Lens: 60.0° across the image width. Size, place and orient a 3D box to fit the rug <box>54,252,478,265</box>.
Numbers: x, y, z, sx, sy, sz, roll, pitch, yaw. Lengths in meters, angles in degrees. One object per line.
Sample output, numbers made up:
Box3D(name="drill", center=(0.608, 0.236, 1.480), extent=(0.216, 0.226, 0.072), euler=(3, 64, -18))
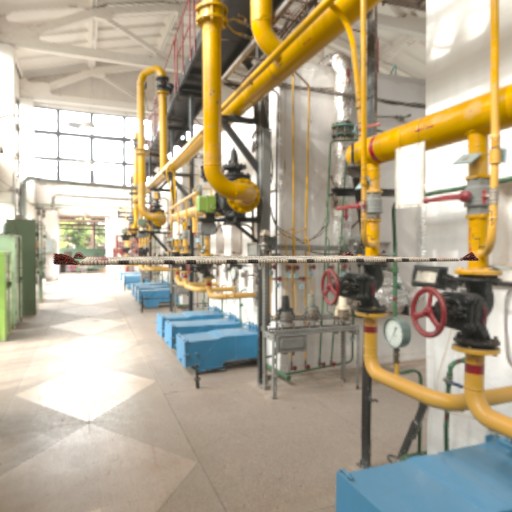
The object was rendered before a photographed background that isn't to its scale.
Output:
Box3D(name="rug", center=(0.000, 0.000, 3.343), extent=(2.672, 0.066, 1.741), euler=(0, 1, -20))
